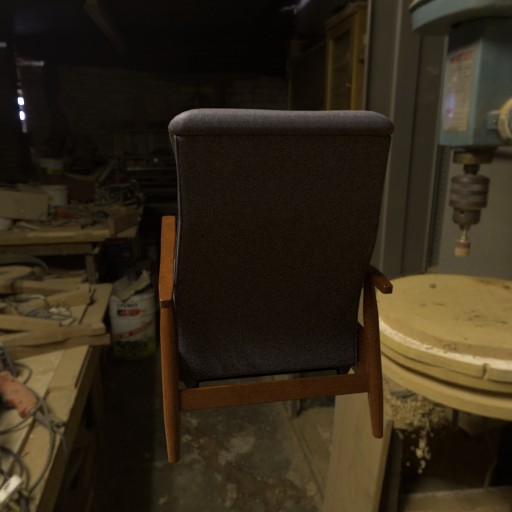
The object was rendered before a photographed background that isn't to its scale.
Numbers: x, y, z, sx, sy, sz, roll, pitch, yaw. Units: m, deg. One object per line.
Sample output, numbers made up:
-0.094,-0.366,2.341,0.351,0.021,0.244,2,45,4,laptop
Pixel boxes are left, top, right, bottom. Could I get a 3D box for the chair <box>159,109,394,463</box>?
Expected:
0.000,0.000,1.800,0.762,1.081,1.014,-3,15,-10,chair
